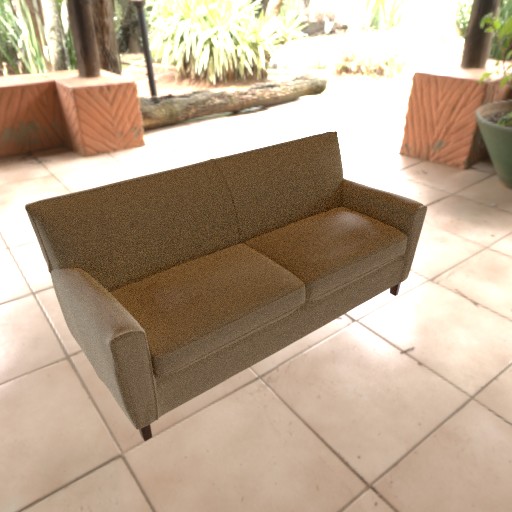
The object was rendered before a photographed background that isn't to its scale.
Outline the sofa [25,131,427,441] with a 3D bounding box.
[{"bbox_3d":[0.000,0.000,2.453,2.001,0.907,0.841,-22,37,-32],"label":"sofa"}]
